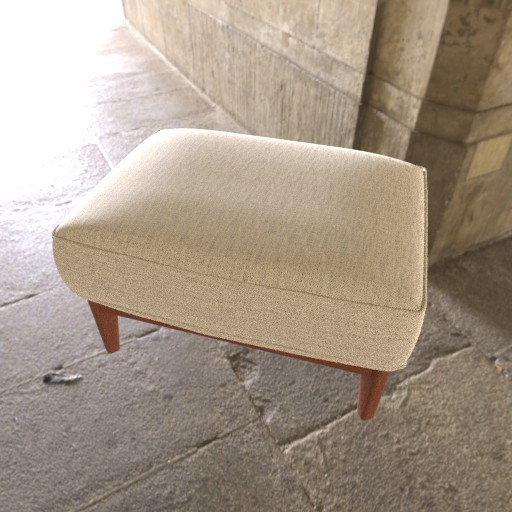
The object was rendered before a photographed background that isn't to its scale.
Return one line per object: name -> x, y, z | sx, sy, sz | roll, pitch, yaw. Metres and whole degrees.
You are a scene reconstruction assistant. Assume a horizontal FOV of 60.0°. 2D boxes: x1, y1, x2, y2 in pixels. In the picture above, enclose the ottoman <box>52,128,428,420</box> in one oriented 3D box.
ottoman -> 0.000, 0.000, 1.159 | 0.794, 0.465, 0.594 | 11, 43, 12
